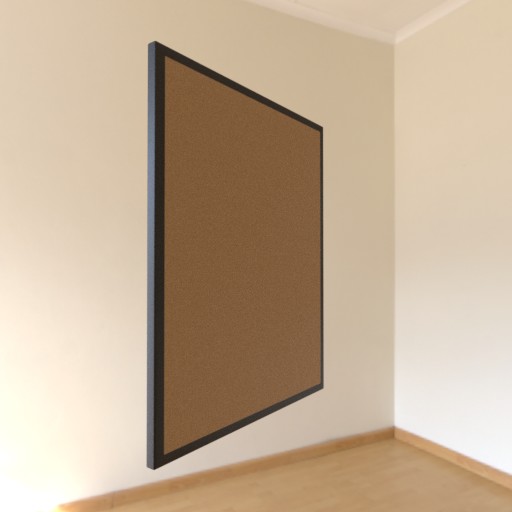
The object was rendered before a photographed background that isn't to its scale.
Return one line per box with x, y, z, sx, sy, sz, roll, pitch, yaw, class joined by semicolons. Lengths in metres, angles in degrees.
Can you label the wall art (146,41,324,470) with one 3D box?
0.000;0.000;0.797;0.018;0.582;0.481;-1;-1;37;wall art
